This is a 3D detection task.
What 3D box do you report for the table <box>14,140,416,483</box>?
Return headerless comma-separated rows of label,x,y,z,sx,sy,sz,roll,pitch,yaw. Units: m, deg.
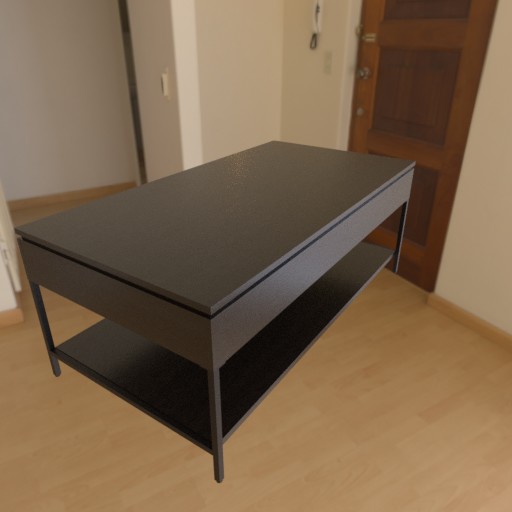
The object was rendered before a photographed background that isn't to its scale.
table,0.000,0.000,1.355,0.574,0.435,1.095,17,32,30
